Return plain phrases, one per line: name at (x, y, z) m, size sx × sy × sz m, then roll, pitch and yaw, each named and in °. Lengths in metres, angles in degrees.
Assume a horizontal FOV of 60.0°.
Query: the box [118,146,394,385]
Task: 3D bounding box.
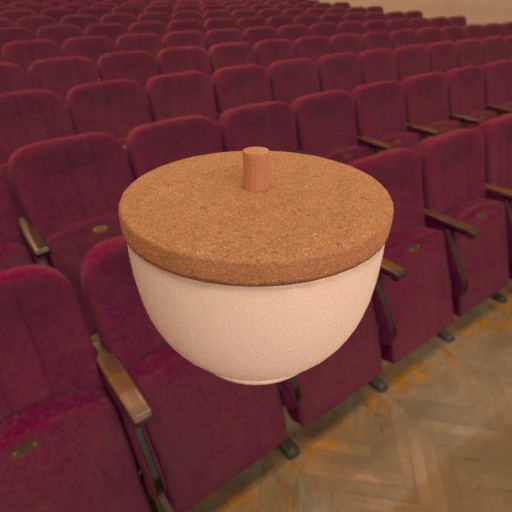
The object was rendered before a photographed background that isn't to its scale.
box at (0.000, 0.000, 0.193) m, size 0.107 × 0.094 × 0.107 m, roll 0°, pitch 31°, yaw 0°
